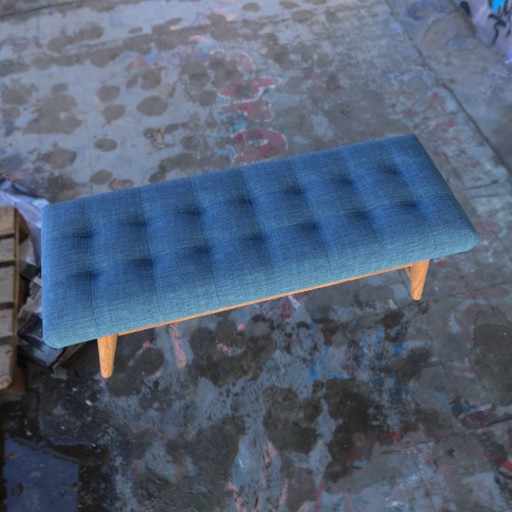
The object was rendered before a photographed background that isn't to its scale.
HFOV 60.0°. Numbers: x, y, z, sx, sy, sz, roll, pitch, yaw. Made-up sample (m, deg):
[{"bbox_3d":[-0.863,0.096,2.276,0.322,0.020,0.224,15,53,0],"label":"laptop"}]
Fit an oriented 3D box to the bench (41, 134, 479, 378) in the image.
[{"bbox_3d":[0.000,0.000,1.334,1.118,0.432,0.406,-13,60,-8],"label":"bench"}]
